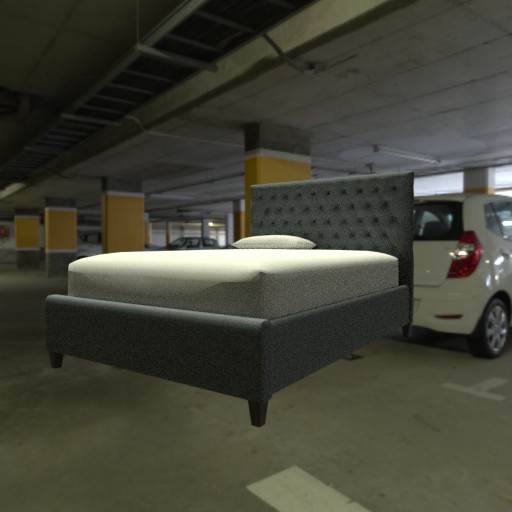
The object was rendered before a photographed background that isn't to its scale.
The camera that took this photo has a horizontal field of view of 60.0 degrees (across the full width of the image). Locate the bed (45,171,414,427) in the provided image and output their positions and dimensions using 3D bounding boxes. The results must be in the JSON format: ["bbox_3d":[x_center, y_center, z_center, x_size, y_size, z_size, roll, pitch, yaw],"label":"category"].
[{"bbox_3d":[0.000,0.000,3.308,1.698,1.411,2.335,1,2,35],"label":"bed"}]
